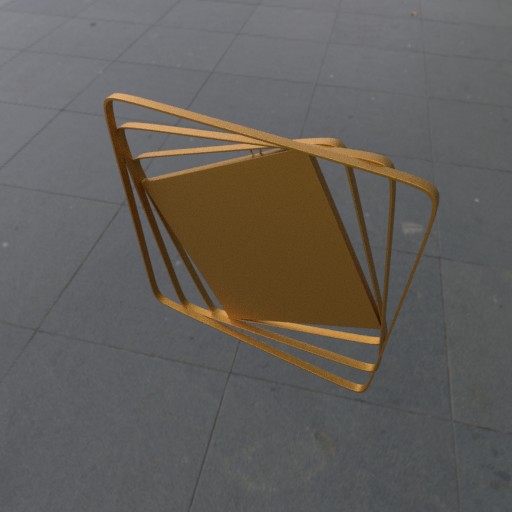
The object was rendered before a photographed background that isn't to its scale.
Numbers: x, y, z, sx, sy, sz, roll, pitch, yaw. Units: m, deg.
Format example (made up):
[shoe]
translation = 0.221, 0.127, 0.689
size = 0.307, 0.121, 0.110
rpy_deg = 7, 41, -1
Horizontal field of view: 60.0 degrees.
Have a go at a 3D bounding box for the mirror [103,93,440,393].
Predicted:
[mirror]
translation = 0.000, 0.000, 0.711
size = 0.470, 0.468, 0.045
rpy_deg = 21, 50, 19
